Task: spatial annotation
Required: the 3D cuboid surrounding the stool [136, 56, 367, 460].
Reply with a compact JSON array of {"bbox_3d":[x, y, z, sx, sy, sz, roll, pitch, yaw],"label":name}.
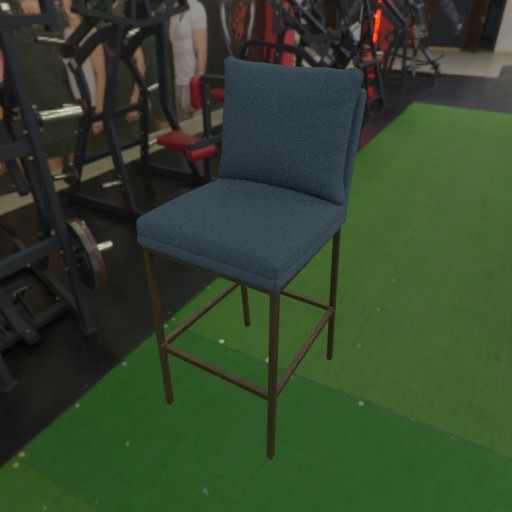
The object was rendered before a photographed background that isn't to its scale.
[{"bbox_3d":[0.000,0.000,1.435,0.463,1.124,0.568,17,35,26],"label":"stool"}]
